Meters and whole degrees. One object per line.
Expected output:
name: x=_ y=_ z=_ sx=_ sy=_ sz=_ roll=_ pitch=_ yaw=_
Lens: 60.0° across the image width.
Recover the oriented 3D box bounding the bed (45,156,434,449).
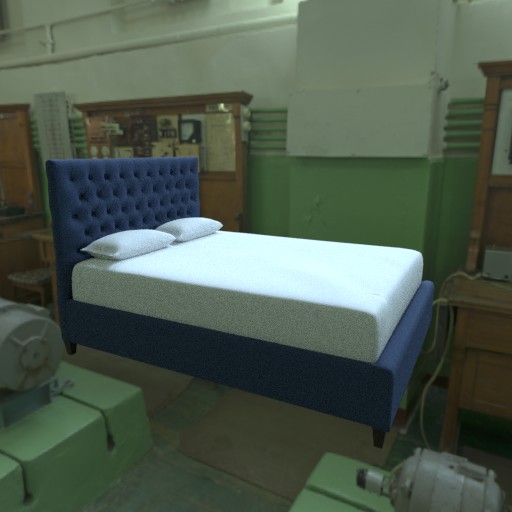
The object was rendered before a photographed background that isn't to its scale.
bed: x=0.000 y=0.000 z=3.331 sx=2.387 sy=1.427 sz=1.706 roll=7 pitch=15 yaw=27
